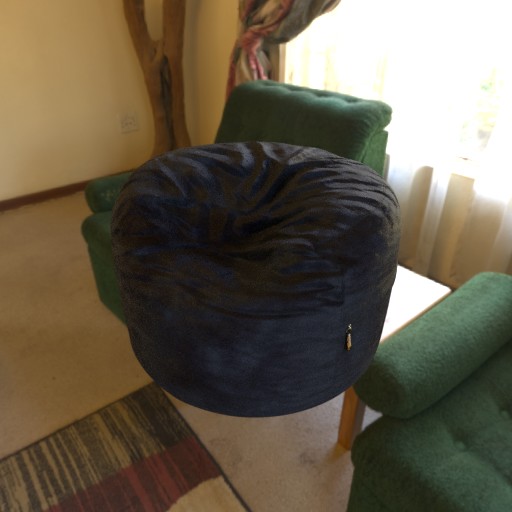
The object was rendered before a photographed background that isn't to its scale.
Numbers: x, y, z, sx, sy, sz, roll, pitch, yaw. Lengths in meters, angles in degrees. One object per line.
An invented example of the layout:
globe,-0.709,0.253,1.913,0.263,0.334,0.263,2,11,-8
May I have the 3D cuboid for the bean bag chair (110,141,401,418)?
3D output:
bean bag chair,0.000,0.000,1.509,0.918,0.616,0.918,0,31,0
